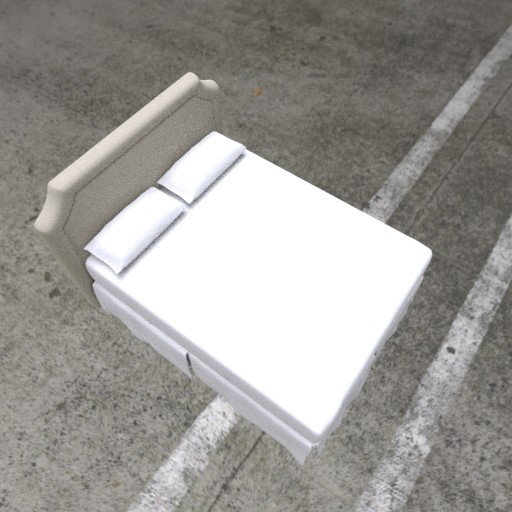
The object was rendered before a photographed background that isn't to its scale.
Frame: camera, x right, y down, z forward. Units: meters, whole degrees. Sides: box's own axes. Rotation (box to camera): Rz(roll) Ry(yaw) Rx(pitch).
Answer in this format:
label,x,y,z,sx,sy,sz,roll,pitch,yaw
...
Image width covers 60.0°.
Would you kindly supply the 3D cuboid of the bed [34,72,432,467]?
label,x,y,z,sx,sy,sz,roll,pitch,yaw
bed,0.000,0.000,3.064,2.116,1.290,1.693,32,64,18
